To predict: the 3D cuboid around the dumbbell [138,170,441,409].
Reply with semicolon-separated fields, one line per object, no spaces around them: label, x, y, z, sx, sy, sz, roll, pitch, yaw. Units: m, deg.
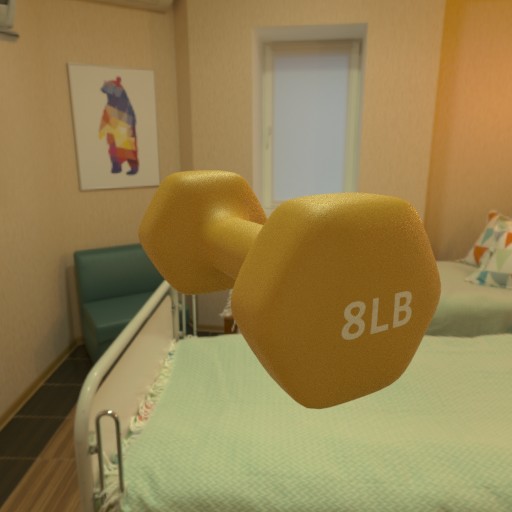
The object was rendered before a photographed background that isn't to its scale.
dumbbell;0.000;0.000;0.241;0.090;0.082;0.190;-8;17;-26
